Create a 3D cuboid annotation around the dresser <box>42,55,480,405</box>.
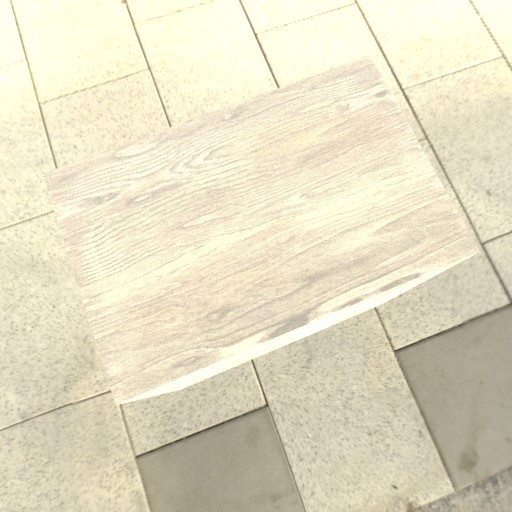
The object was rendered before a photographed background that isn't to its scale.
[{"bbox_3d":[0.000,0.000,1.331,0.809,0.762,0.529,-22,76,-6],"label":"dresser"}]
